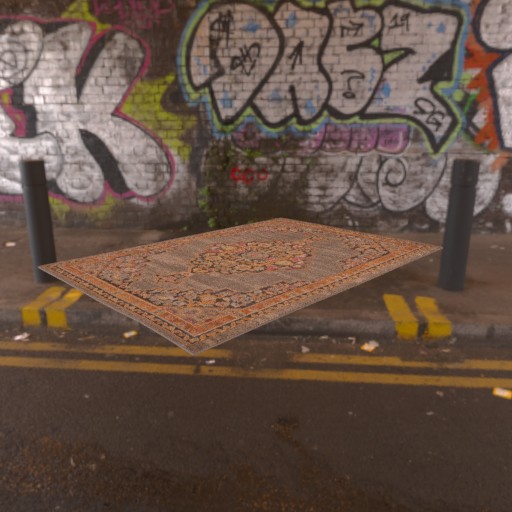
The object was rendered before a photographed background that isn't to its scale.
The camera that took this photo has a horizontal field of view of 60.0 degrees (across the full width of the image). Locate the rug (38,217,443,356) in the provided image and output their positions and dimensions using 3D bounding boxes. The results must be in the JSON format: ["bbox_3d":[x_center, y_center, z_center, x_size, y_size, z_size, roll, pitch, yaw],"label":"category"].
[{"bbox_3d":[0.000,0.000,3.834,2.901,0.026,2.043,-15,22,-43],"label":"rug"}]
